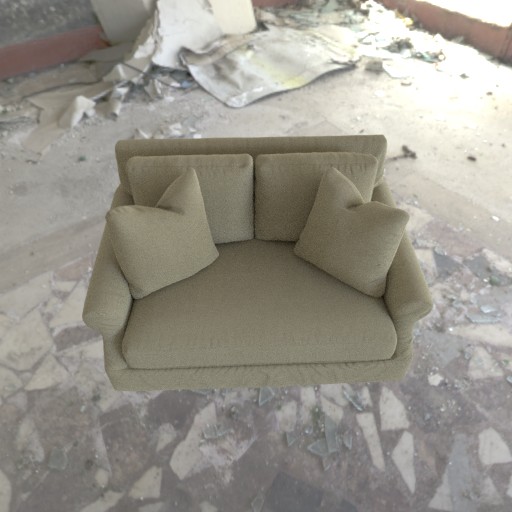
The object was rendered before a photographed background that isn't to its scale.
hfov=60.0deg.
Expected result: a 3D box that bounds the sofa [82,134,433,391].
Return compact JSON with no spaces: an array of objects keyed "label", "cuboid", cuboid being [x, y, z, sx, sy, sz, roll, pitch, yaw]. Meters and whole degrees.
[{"label":"sofa","cuboid":[0.000,0.000,2.242,1.550,0.905,1.070,-2,46,-2]}]
